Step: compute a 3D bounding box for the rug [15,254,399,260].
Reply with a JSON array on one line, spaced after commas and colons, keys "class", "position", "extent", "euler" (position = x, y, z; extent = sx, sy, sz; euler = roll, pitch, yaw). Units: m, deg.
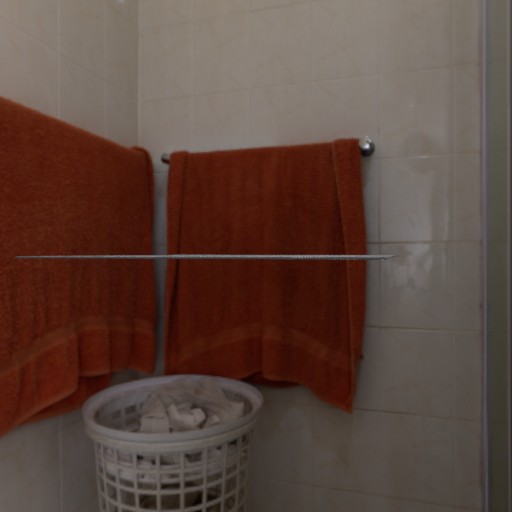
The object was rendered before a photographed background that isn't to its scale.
[{"class": "rug", "position": [0.000, 0.000, 4.087], "extent": [2.456, 0.021, 3.068], "euler": [0, 0, 19]}]
